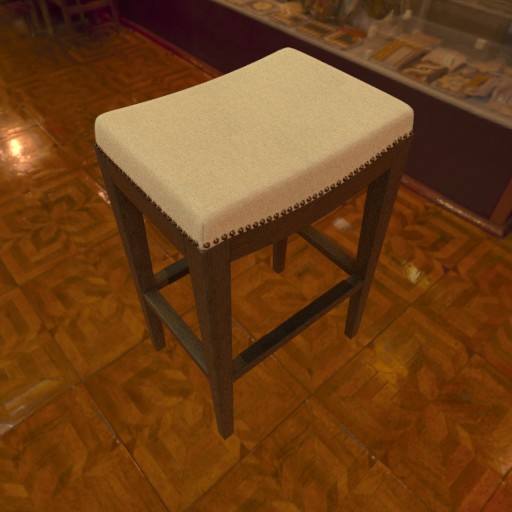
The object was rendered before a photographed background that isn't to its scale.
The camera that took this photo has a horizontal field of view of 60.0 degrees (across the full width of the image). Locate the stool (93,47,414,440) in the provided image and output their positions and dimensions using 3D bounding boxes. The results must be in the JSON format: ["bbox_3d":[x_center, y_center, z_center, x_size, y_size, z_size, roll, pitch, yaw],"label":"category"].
[{"bbox_3d":[0.000,0.000,1.049,0.498,0.759,0.358,-31,55,-25],"label":"stool"}]
